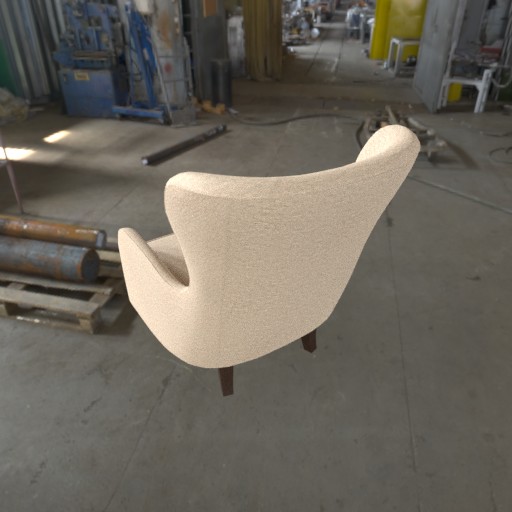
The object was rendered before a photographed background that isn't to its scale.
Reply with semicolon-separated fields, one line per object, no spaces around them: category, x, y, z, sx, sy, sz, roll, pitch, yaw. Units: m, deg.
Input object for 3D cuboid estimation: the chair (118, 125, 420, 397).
chair;0.000;0.000;1.780;0.861;1.064;0.984;-20;37;-28
